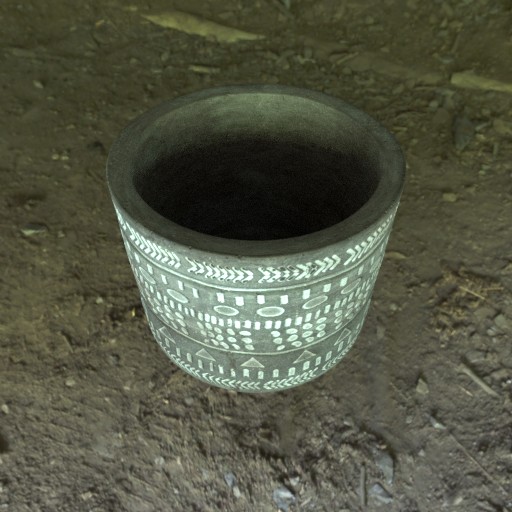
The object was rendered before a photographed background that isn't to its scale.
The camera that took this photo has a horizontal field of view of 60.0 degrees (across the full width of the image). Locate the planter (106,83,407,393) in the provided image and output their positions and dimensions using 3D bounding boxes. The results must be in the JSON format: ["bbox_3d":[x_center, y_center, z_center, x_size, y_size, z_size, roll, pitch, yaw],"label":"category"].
[{"bbox_3d":[0.000,0.000,0.267,0.142,0.149,0.142,0,47,0],"label":"planter"}]
